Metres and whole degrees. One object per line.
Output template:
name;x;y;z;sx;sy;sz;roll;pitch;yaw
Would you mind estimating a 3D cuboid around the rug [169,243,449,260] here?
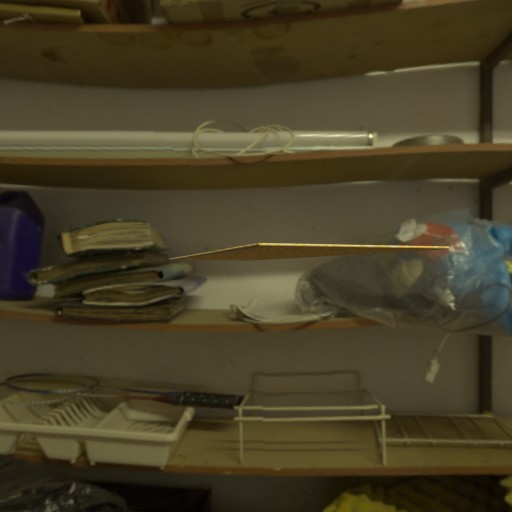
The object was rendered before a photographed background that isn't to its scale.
rug;0.000;0.000;2.731;0.775;0.010;2.438;1;-2;-18
